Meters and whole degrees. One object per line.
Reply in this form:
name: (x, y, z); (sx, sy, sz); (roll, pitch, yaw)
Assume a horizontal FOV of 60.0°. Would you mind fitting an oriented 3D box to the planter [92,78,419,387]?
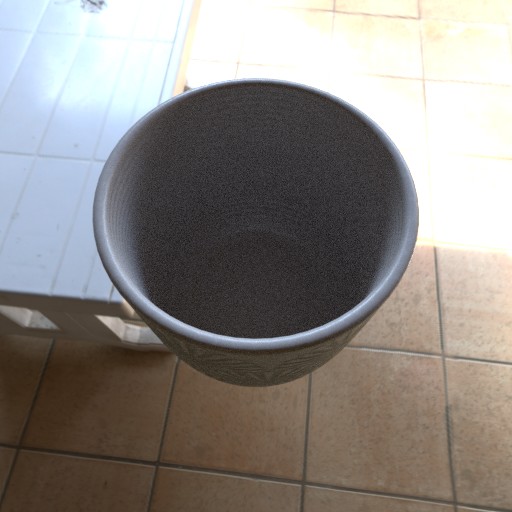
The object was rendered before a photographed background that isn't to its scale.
planter: (0.000, 0.000, 0.217); (0.124, 0.109, 0.124); (0, 64, 0)
